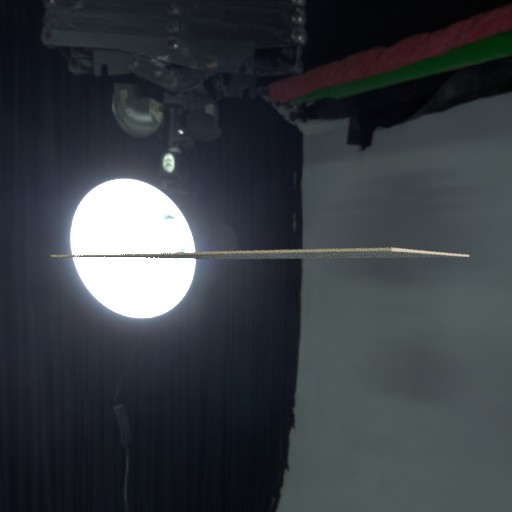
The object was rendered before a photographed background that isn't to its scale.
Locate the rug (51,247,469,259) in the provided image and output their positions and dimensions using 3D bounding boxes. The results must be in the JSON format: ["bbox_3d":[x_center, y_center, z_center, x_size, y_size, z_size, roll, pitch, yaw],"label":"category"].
[{"bbox_3d":[0.000,0.000,2.894,2.290,0.014,1.526,-1,-1,35],"label":"rug"}]
